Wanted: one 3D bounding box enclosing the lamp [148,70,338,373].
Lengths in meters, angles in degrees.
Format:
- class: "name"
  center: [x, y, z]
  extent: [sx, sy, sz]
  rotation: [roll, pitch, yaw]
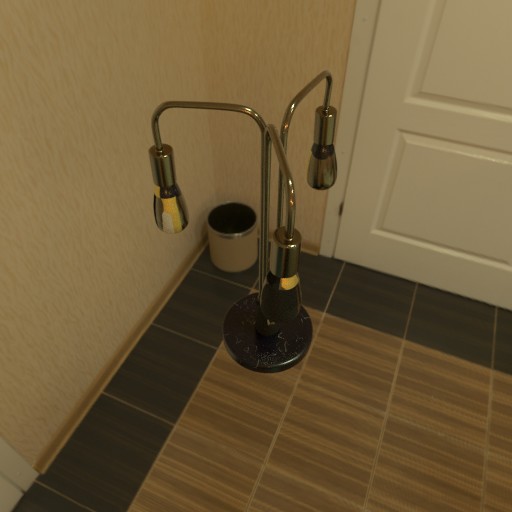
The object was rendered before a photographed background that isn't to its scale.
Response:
- class: "lamp"
  center: [0.000, 0.000, 0.810]
  extent: [0.355, 0.560, 0.368]
  rotation: [-4, 47, -4]
